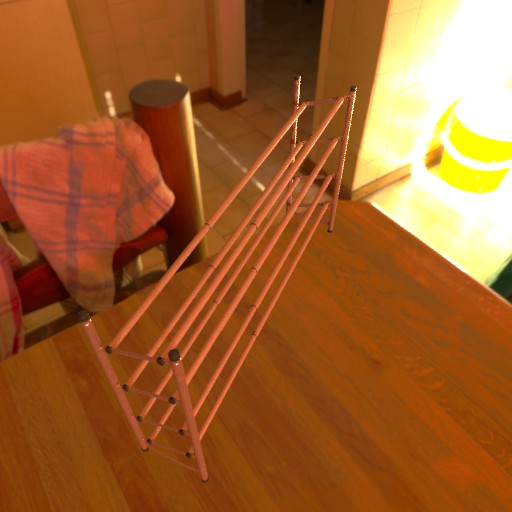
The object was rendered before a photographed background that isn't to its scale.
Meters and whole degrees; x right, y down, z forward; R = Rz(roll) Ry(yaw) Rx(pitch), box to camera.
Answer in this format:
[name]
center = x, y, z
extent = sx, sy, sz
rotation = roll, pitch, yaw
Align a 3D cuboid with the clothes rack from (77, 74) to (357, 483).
[clothes rack]
center = 0.000, 0.000, 1.420
extent = 0.229, 0.672, 1.168
rotation = 18, 49, 17
